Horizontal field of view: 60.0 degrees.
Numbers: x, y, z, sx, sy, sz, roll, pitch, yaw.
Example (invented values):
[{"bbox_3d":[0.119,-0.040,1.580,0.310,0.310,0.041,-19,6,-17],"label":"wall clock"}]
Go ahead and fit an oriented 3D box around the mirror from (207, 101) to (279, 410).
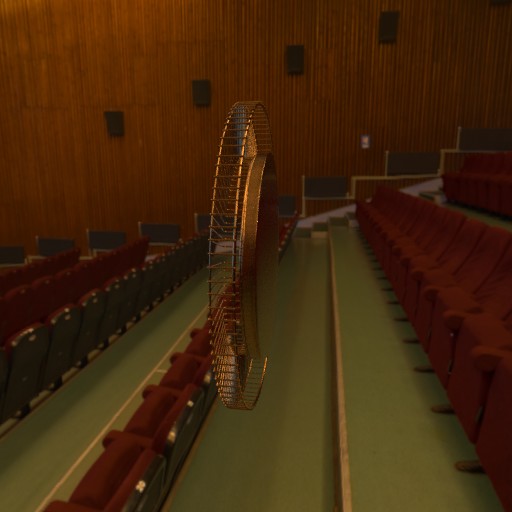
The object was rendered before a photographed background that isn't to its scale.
[{"bbox_3d":[0.000,0.000,1.069,0.067,0.703,0.703,2,13,8],"label":"mirror"}]
